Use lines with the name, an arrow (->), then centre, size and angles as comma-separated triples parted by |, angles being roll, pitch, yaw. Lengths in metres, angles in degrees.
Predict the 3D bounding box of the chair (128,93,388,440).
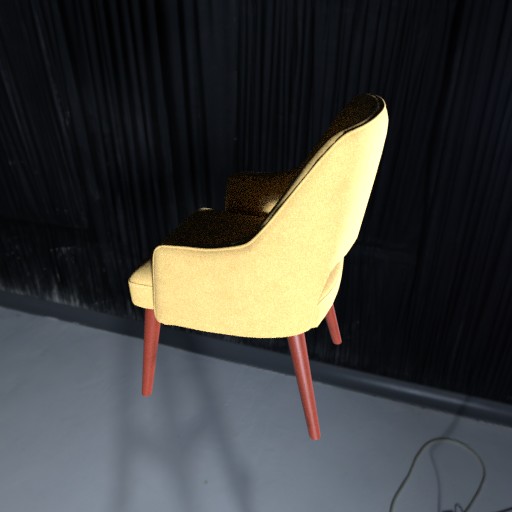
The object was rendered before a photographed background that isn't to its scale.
chair -> 0.000, 0.000, 1.246 | 0.605, 0.849, 0.548 | 9, 32, 15
